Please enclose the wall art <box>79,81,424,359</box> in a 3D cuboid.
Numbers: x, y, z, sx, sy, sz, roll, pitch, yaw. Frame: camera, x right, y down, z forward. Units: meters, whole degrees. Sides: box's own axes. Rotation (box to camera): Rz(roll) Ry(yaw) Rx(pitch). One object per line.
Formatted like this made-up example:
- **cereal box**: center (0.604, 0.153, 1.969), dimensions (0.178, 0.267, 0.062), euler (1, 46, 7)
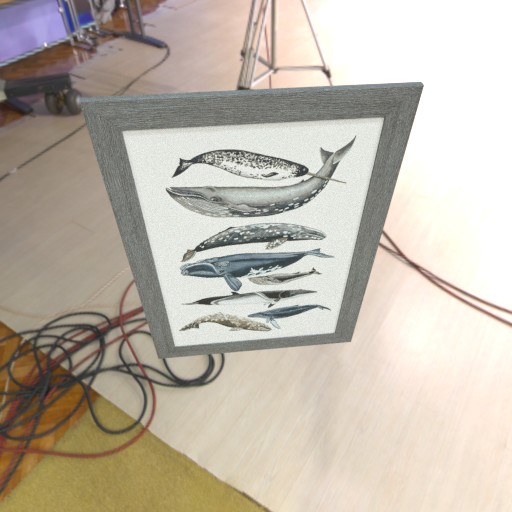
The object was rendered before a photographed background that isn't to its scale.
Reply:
- **wall art**: center (0.000, 0.000, 1.378), dimensions (0.768, 1.070, 0.020), euler (-4, 47, -4)
